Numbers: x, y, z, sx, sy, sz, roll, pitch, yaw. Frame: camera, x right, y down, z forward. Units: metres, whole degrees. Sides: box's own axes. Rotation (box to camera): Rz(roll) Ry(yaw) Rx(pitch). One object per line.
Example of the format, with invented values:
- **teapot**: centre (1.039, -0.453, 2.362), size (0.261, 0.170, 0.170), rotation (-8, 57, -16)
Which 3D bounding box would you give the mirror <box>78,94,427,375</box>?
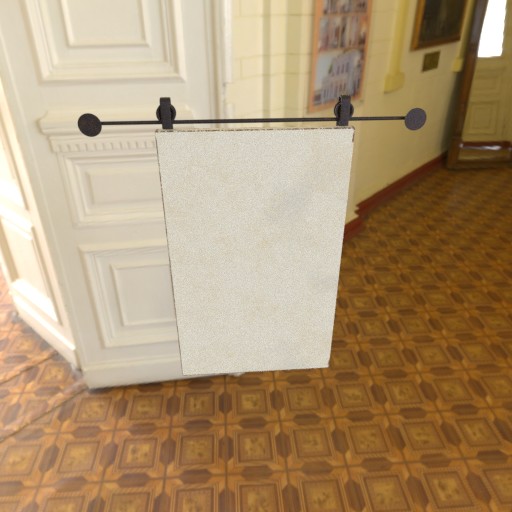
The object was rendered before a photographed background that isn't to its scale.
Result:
- **mirror**: centre (0.000, 0.000, 1.224), size (0.808, 0.844, 0.037), rotation (-2, 30, -4)
